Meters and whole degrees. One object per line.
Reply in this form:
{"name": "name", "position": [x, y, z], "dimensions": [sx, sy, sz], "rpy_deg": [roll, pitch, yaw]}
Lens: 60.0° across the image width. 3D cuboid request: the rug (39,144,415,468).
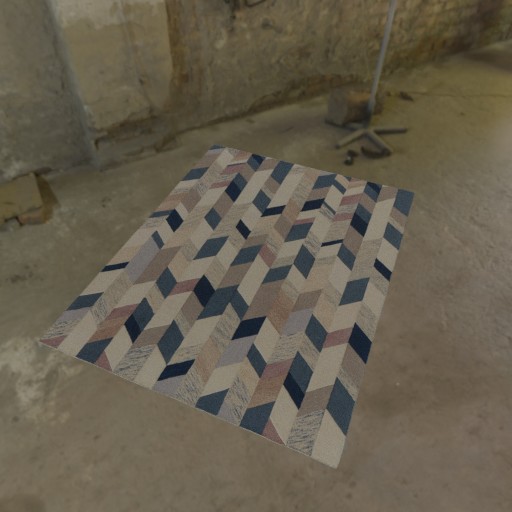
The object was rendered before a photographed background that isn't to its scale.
{"name": "rug", "position": [0.000, 0.000, 4.157], "dimensions": [2.451, 0.011, 3.072], "rpy_deg": [17, 49, 16]}
